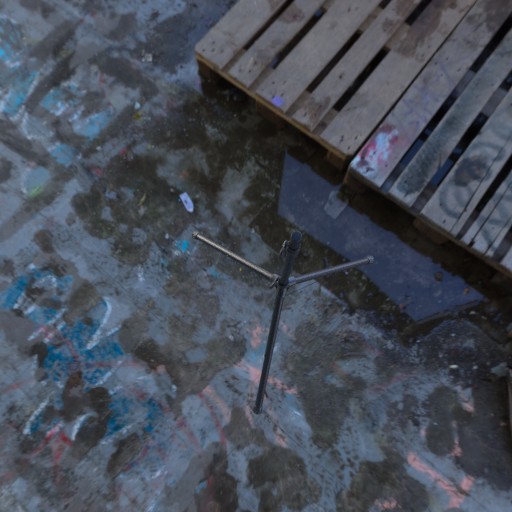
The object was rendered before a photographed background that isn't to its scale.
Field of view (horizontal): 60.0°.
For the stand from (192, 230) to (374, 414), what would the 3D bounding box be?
[{"bbox_3d":[0.000,0.000,1.893,0.907,1.136,1.045,39,78,10],"label":"stand"}]
